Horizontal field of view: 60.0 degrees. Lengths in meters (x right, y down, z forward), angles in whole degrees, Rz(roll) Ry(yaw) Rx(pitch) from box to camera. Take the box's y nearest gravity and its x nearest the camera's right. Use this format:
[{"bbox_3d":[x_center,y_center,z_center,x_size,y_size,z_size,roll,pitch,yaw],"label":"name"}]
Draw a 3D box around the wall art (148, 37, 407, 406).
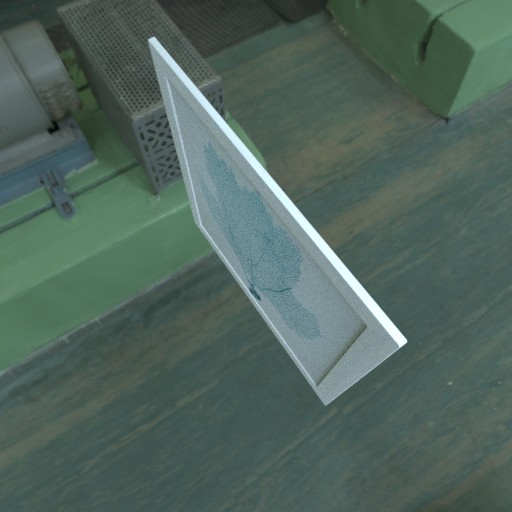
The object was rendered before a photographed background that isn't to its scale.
[{"bbox_3d":[0.000,0.000,0.856,0.013,0.584,0.584,-32,69,-14],"label":"wall art"}]
